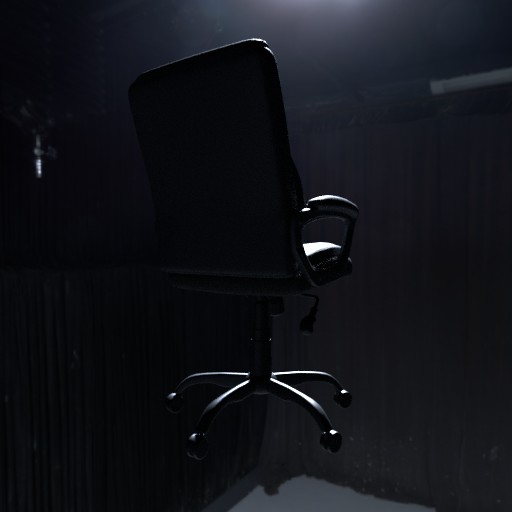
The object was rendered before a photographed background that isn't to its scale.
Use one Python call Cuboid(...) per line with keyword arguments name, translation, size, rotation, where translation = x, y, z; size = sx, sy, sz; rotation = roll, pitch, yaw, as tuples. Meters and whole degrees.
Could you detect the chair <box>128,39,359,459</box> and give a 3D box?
Cuboid(name="chair", translation=(0.000, 0.000, 1.413), size=(0.615, 1.072, 0.655), rotation=(1, 2, 34))
